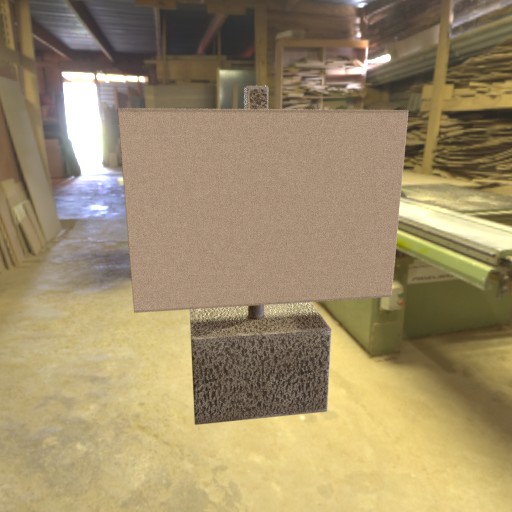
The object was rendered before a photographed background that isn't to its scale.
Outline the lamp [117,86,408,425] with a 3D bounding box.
[{"bbox_3d":[0.000,0.000,0.575,0.294,0.411,0.180,-3,16,-9],"label":"lamp"}]
